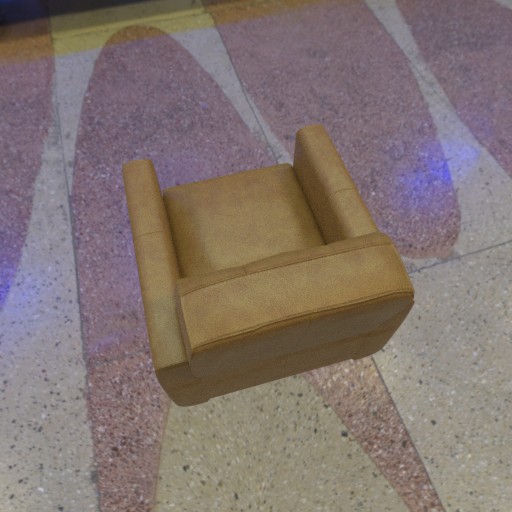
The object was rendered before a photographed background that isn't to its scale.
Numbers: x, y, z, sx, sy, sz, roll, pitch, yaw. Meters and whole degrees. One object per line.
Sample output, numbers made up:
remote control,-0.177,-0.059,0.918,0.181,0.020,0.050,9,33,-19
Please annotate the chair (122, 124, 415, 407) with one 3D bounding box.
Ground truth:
chair,0.000,0.000,1.659,0.845,0.968,0.942,-13,60,-8
